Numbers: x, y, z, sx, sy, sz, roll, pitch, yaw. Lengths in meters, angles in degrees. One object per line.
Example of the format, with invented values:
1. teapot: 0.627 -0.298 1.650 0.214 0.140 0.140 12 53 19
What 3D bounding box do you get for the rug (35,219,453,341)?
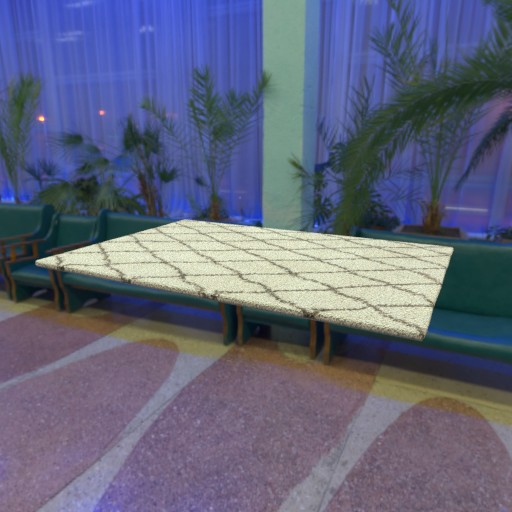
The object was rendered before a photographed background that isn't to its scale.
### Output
1. rug: 0.000 0.000 2.264 1.778 0.030 1.219 8 17 26
